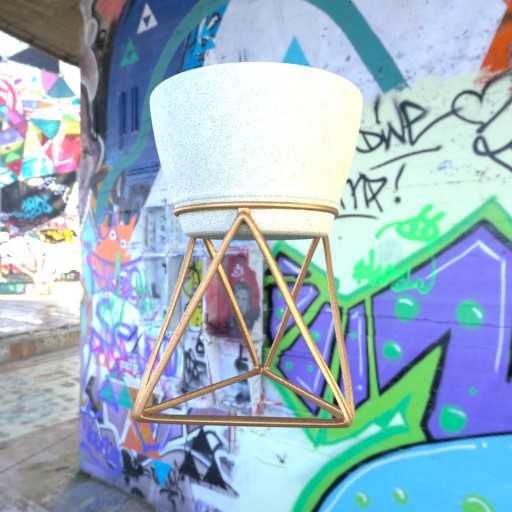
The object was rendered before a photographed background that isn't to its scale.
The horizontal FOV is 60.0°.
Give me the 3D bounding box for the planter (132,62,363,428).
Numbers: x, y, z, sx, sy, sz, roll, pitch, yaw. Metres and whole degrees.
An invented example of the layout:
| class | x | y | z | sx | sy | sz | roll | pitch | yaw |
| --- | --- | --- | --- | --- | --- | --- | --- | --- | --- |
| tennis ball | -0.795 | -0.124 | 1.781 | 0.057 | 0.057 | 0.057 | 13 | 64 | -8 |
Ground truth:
| class | x | y | z | sx | sy | sz | roll | pitch | yaw |
| --- | --- | --- | --- | --- | --- | --- | --- | --- | --- |
| planter | 0.000 | 0.000 | 0.748 | 0.350 | 0.504 | 0.350 | 0 | 0 | 35 |
